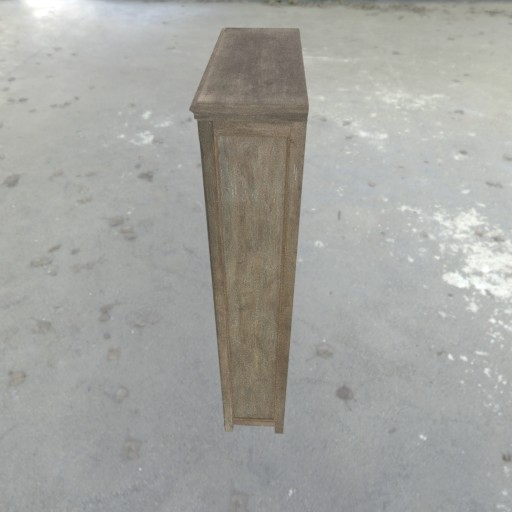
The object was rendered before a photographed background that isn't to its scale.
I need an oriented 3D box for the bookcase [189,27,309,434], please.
[{"bbox_3d":[0.000,0.000,2.216,0.348,1.880,0.906,2,40,2],"label":"bookcase"}]
